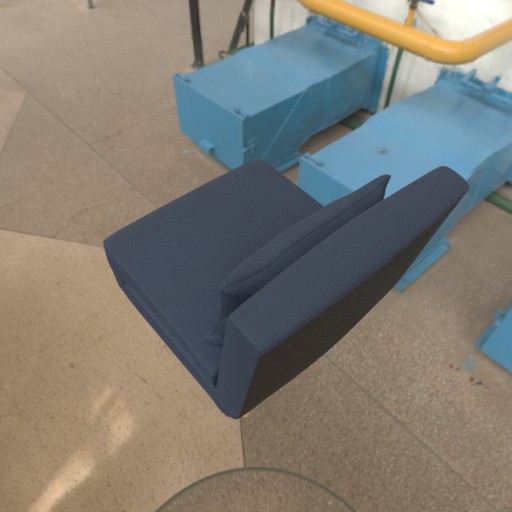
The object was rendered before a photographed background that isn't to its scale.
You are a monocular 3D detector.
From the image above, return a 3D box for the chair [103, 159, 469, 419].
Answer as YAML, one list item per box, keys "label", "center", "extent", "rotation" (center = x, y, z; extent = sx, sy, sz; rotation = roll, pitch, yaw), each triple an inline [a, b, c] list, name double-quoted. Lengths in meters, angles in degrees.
- label: "chair"
  center: [0.000, 0.000, 1.518]
  extent: [0.770, 0.808, 0.900]
  rotation: [-33, 57, -26]
